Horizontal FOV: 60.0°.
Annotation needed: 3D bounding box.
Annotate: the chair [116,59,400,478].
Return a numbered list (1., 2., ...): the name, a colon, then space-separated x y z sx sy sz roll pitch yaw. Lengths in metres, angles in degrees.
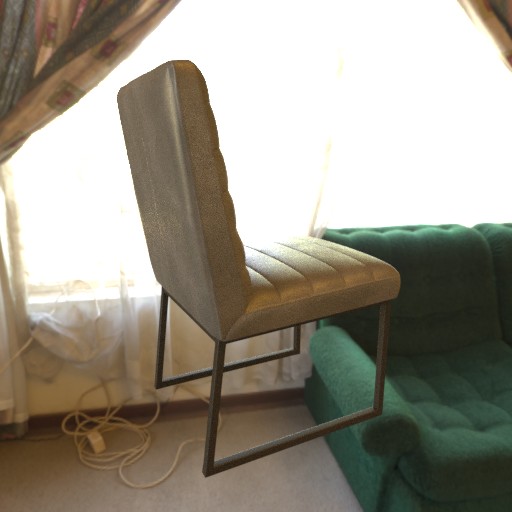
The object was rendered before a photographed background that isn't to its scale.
1. chair: 0.000 0.000 1.257 0.634 0.930 0.520 -7 16 -27
